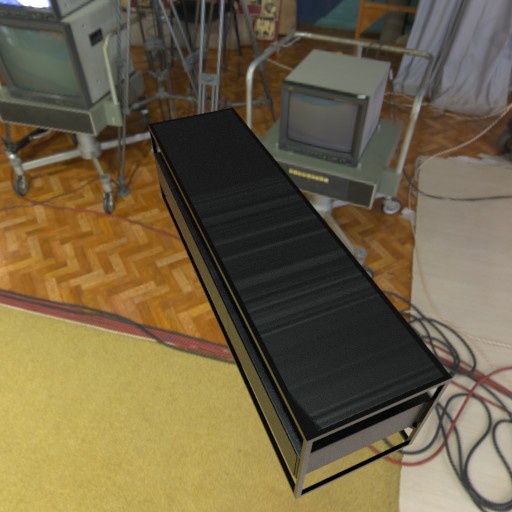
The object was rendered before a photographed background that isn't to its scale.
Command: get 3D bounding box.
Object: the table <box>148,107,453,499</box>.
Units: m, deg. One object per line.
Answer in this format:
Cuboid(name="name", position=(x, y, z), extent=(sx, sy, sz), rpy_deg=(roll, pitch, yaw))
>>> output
Cuboid(name="table", position=(0.000, 0.000, 1.631), extent=(0.399, 0.395, 1.486), rpy_deg=(-17, 48, -16))
